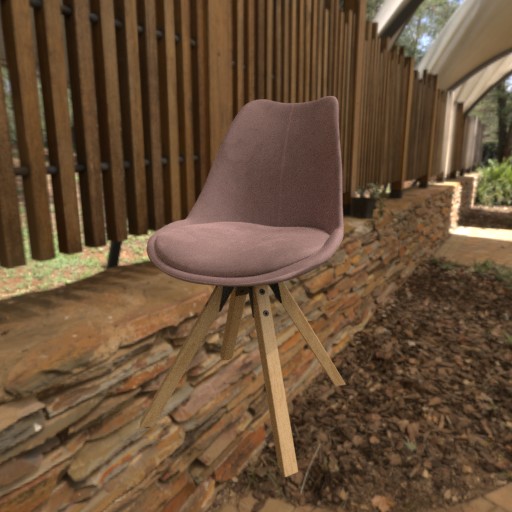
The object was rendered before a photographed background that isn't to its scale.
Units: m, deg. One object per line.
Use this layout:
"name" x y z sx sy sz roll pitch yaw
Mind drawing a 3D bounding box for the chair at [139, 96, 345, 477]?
"chair" 0.000 0.000 1.187 0.485 0.850 0.550 6 15 25
